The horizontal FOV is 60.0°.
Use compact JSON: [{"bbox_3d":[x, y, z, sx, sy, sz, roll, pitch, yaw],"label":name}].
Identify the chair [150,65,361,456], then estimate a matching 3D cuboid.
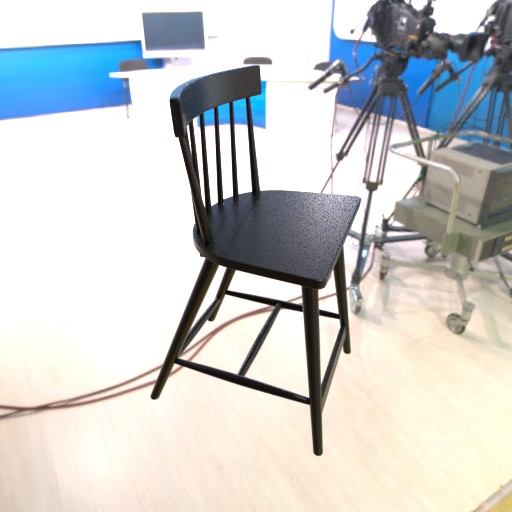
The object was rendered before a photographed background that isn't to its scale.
[{"bbox_3d":[0.000,0.000,1.277,0.572,0.952,0.483,11,33,18],"label":"chair"}]
